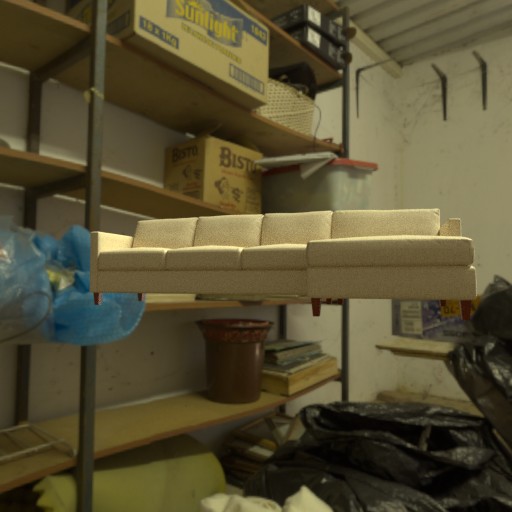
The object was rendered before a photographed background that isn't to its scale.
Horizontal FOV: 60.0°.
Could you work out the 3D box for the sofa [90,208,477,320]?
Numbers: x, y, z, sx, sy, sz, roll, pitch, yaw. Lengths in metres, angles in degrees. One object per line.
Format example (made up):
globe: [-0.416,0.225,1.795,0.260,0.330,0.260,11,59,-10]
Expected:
sofa: [0.000,0.000,4.104,3.471,0.954,1.603,-1,-3,17]
